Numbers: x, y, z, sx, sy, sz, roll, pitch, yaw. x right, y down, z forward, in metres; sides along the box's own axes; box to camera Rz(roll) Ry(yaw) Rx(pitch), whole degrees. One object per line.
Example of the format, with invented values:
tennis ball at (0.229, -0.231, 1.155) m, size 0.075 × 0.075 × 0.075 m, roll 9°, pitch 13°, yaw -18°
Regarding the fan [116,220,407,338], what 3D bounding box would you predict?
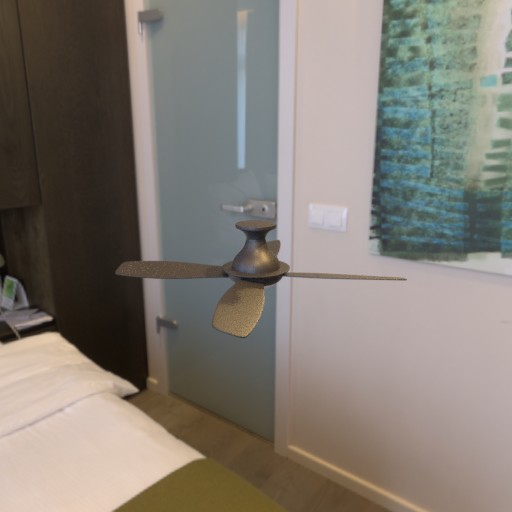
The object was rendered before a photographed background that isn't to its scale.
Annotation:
fan at (0.000, 0.000, 2.571) m, size 1.694 × 0.382 × 1.694 m, roll 2°, pitch 15°, yaw 7°
